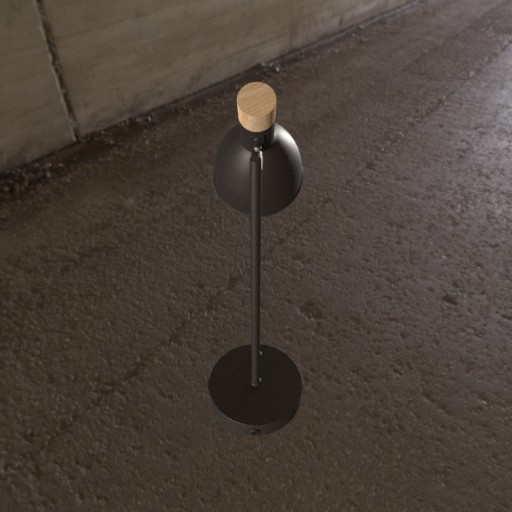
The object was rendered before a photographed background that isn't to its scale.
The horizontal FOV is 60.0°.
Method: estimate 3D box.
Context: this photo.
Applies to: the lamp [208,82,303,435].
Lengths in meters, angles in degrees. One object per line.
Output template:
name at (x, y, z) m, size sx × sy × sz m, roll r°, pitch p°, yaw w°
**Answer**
lamp at (0.000, 0.000, 0.622) m, size 0.152 × 0.483 × 0.287 m, roll 1°, pitch 41°, yaw 1°
